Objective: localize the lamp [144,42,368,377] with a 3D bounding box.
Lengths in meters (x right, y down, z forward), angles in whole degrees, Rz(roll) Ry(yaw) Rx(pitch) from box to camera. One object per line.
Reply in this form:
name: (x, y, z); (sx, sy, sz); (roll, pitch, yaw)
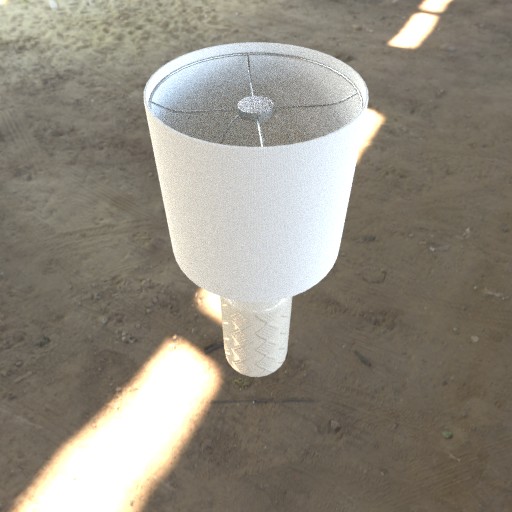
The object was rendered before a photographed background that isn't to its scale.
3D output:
lamp: (0.000, 0.000, 0.580); (0.207, 0.461, 0.207); (-4, 47, -4)
